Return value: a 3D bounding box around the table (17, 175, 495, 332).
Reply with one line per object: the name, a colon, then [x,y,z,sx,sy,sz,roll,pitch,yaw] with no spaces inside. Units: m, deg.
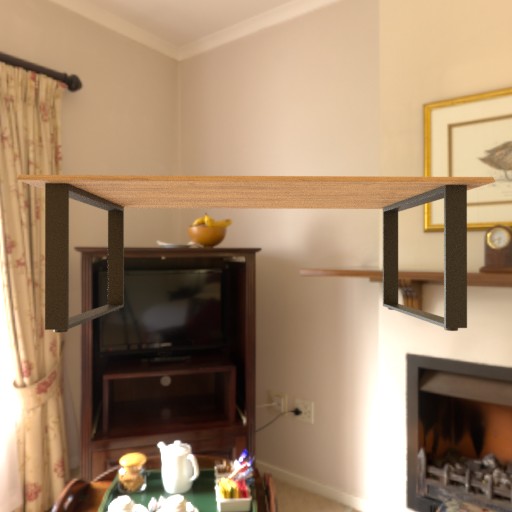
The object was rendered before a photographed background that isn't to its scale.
table: [0.000,0.000,1.577,1.331,0.445,0.693,0,0,-1]
